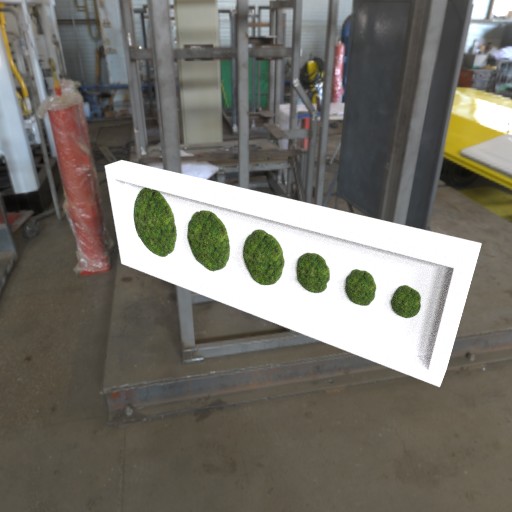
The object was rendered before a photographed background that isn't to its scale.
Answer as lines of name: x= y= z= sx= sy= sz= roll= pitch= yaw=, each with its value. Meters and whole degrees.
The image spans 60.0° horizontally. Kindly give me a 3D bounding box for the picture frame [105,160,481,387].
picture frame: x=0.000 y=0.000 z=0.876 sx=0.759 sy=0.250 sz=0.050 roll=17 pitch=34 yaw=28
